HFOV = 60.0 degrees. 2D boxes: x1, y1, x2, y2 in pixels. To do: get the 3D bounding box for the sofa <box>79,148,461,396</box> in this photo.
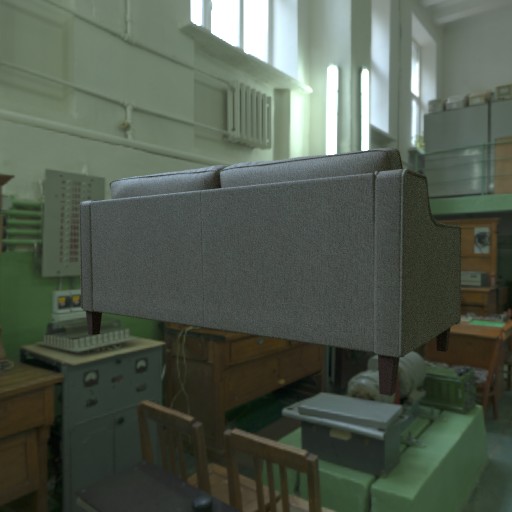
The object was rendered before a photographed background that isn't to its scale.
[{"bbox_3d":[0.000,0.000,2.765,2.181,1.074,1.073,1,2,36],"label":"sofa"}]
